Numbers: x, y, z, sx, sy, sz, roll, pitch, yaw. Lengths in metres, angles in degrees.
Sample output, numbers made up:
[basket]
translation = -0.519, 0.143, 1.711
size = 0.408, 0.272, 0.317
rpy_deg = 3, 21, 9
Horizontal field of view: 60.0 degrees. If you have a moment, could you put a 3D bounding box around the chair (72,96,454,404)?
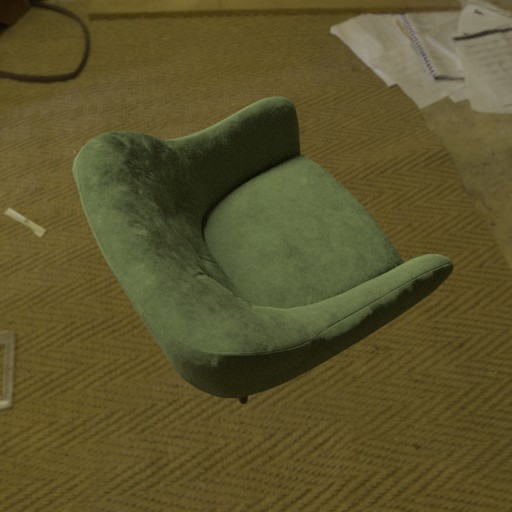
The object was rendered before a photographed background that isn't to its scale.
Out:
[chair]
translation = 0.000, 0.000, 1.425
size = 0.819, 0.804, 0.840
rpy_deg = -28, 63, -16
